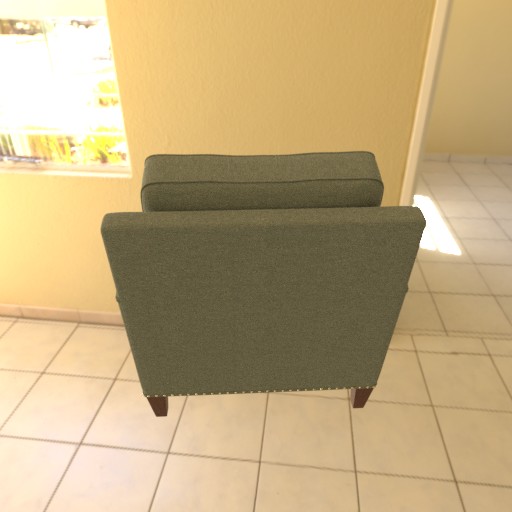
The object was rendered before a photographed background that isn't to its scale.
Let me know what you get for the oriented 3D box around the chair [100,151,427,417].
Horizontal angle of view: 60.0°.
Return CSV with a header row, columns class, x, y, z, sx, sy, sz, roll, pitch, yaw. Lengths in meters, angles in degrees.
class,x,y,z,sx,sy,sz,roll,pitch,yaw
chair,0.000,0.000,1.787,0.885,1.031,1.031,-2,30,-3
